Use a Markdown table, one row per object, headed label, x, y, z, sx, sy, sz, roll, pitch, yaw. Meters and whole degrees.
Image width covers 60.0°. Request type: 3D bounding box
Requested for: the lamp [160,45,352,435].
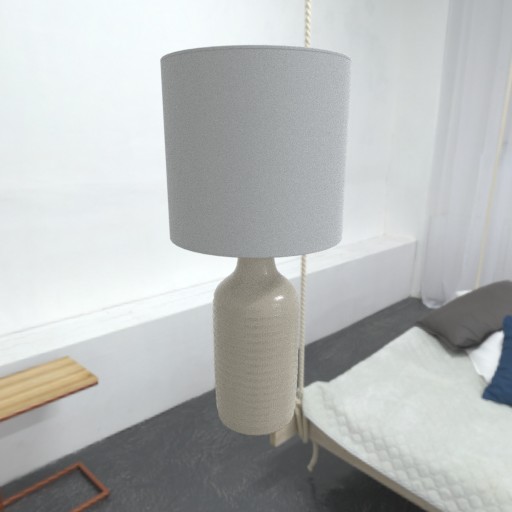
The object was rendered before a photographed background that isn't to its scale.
| label | x | y | z | sx | sy | sz | roll | pitch | yaw |
| --- | --- | --- | --- | --- | --- | --- | --- | --- | --- |
| lamp | 0.000 | 0.000 | 0.587 | 0.220 | 0.475 | 0.220 | 8 | 18 | 26 |
